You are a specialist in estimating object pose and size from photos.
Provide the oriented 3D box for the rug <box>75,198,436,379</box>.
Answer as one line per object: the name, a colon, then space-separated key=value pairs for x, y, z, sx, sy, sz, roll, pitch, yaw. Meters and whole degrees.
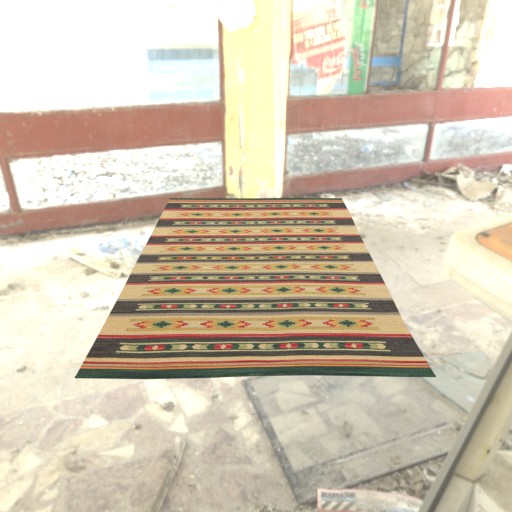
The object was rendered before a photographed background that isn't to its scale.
rug: x=0.000 y=0.000 z=2.885 sx=1.522 sy=0.010 sz=2.311 roll=0 pitch=26 yaw=0
